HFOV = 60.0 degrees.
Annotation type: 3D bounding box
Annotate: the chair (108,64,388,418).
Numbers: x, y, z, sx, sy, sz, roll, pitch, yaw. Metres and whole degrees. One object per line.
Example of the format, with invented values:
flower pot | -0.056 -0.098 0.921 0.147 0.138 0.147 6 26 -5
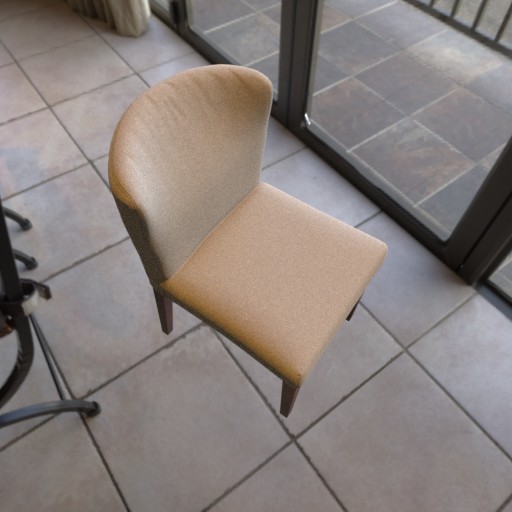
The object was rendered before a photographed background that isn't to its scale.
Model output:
chair | 0.000 0.000 1.227 0.592 0.839 0.491 30 61 19
